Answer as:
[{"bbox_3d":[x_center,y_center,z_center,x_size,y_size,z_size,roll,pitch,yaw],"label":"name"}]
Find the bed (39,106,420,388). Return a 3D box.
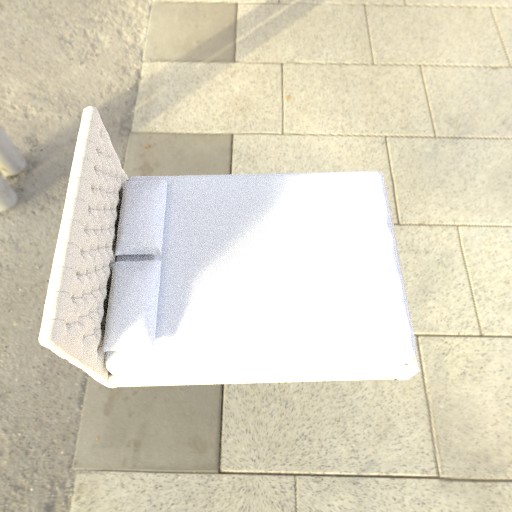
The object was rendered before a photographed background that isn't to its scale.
[{"bbox_3d":[0.000,0.000,3.343,2.387,1.427,1.698,-1,64,-1],"label":"bed"}]
